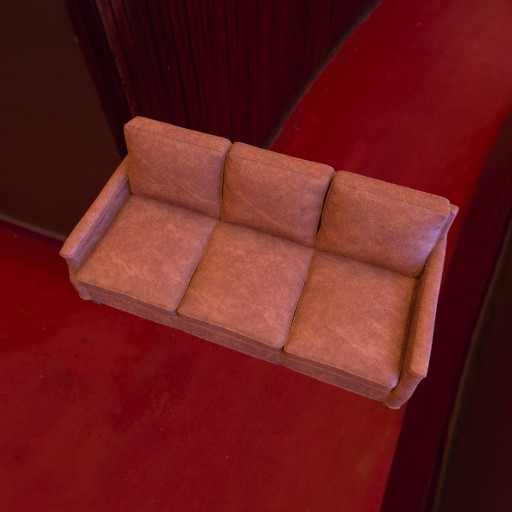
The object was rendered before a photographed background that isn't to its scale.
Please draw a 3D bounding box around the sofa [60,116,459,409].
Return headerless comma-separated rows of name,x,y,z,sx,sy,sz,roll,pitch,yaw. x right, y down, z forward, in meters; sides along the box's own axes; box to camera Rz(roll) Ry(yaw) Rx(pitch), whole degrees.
sofa,0.000,0.000,2.844,2.246,1.003,1.084,17,61,10
